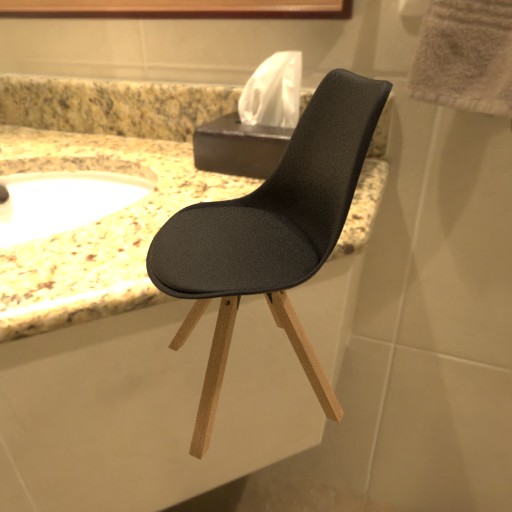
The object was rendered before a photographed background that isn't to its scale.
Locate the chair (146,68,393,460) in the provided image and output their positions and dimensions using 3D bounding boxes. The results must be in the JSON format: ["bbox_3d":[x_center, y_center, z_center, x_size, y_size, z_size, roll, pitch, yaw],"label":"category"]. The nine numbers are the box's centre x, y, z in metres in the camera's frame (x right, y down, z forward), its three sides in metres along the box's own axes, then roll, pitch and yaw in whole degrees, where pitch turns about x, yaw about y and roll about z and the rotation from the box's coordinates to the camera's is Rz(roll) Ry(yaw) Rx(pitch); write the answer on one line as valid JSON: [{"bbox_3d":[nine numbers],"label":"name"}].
[{"bbox_3d":[0.000,0.000,1.136,0.549,0.850,0.485,-9,31,-15],"label":"chair"}]
